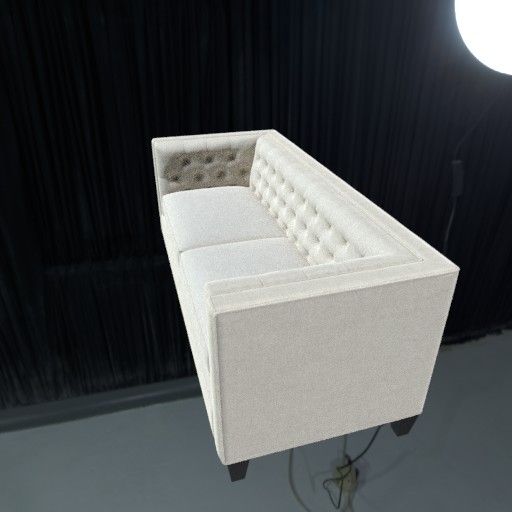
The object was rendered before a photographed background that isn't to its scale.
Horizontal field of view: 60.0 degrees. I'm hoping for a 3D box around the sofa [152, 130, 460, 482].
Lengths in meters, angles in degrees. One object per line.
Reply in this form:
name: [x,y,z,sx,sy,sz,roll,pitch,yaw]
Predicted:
sofa: [0.000,0.000,2.160,0.775,0.762,1.778,-8,31,-14]
